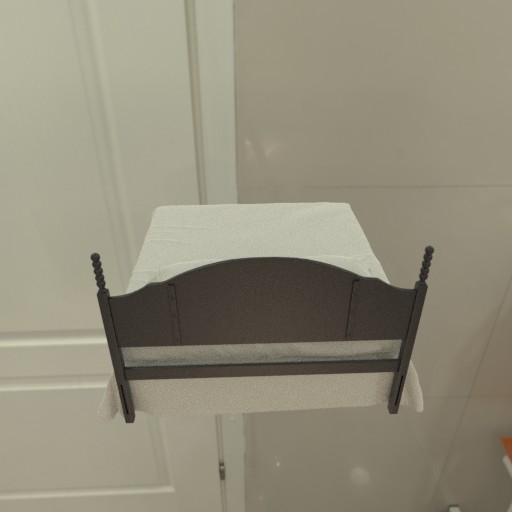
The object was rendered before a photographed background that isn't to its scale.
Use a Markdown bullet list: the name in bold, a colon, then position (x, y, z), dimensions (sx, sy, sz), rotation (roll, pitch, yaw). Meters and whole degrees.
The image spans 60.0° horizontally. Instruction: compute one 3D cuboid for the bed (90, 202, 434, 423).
- **bed**: position (0.000, 0.000, 3.714), dimensions (2.322, 1.355, 2.219), rotation (-1, 31, -2)
